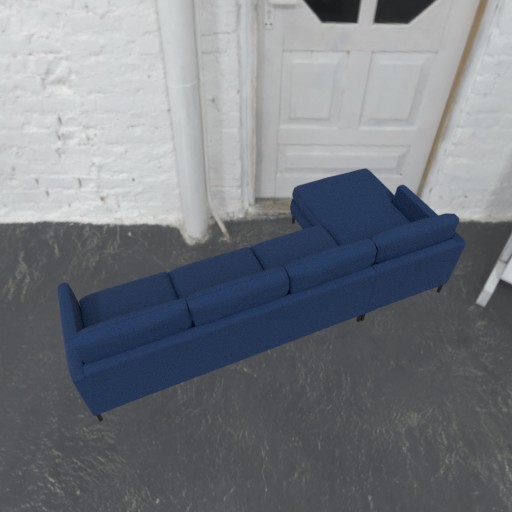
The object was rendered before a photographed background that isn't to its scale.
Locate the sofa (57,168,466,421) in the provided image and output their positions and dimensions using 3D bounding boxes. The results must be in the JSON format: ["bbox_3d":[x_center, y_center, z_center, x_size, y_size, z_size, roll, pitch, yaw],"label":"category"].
[{"bbox_3d":[0.000,0.000,2.918,2.450,0.679,1.128,-17,48,-16],"label":"sofa"}]
